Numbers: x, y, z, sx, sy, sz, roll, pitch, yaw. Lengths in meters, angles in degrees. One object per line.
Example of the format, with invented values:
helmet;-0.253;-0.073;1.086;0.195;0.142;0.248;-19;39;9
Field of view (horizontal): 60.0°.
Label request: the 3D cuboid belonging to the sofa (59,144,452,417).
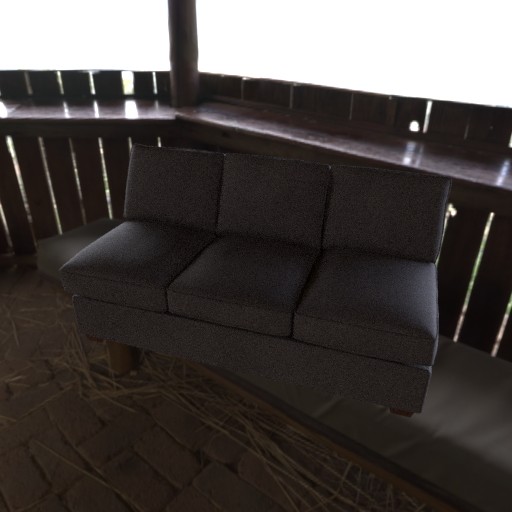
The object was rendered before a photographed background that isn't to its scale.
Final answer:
sofa;0.000;0.000;2.524;1.962;0.973;1.027;9;29;17
